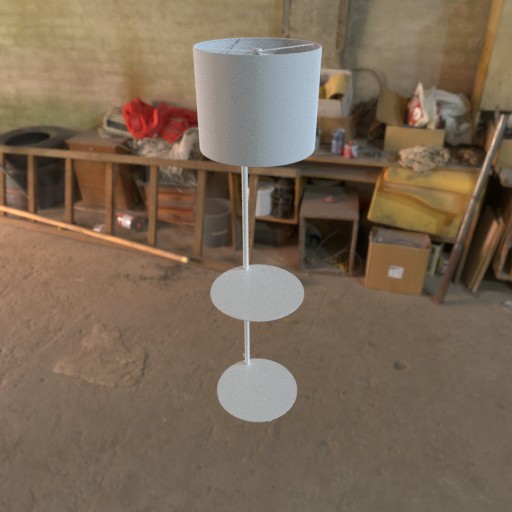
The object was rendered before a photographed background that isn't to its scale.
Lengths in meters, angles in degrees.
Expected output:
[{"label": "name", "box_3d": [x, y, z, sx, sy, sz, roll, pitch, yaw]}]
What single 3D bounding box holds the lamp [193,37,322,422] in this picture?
[{"label": "lamp", "box_3d": [0.000, 0.000, 1.689, 0.372, 1.465, 0.405, -10, 34, -15]}]
